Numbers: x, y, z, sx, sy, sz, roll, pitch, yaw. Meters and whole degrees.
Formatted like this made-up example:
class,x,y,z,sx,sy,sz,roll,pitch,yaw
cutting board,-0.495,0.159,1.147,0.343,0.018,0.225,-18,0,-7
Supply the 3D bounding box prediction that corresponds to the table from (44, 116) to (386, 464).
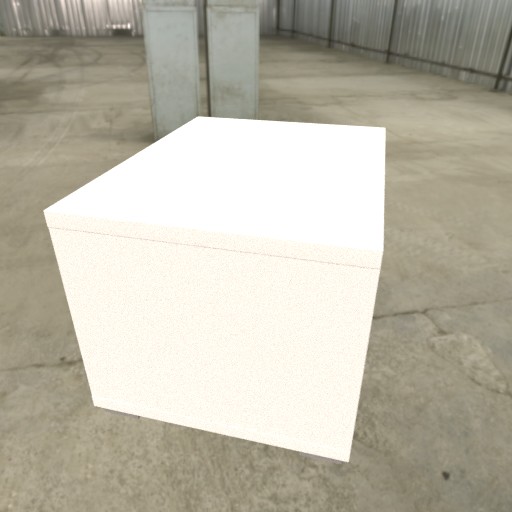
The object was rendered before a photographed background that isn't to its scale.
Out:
class,x,y,z,sx,sy,sz,roll,pitch,yaw
table,0.000,0.000,0.796,0.399,0.357,0.517,7,31,12
